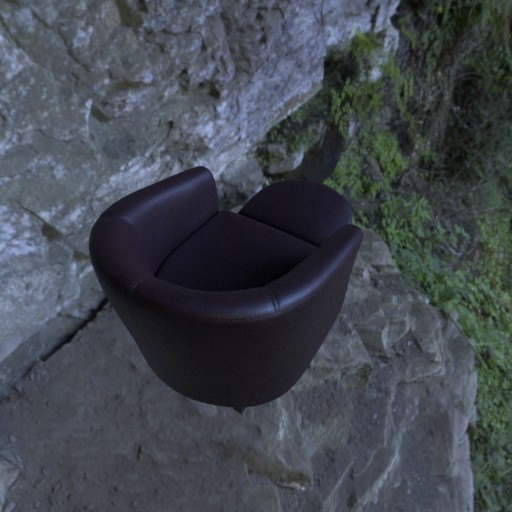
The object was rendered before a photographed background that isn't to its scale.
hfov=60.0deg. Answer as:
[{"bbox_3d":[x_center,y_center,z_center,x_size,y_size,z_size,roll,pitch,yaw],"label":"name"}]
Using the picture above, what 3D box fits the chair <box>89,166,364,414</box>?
[{"bbox_3d":[0.000,0.000,1.693,0.737,0.755,1.176,25,51,22],"label":"chair"}]
